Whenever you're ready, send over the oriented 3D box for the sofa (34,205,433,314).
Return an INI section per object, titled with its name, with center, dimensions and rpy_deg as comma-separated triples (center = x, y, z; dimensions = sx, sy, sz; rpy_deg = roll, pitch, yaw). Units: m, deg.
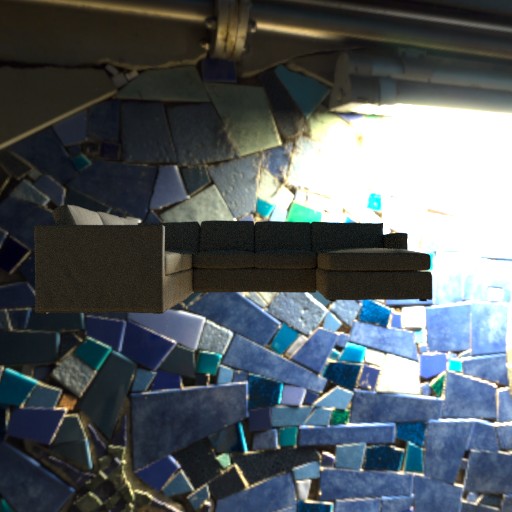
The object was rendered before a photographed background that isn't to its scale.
[sofa]
center = 0.000, 0.000, 4.644
dimensions = 3.460, 0.882, 2.427
rpy_deg = 0, 1, 0
